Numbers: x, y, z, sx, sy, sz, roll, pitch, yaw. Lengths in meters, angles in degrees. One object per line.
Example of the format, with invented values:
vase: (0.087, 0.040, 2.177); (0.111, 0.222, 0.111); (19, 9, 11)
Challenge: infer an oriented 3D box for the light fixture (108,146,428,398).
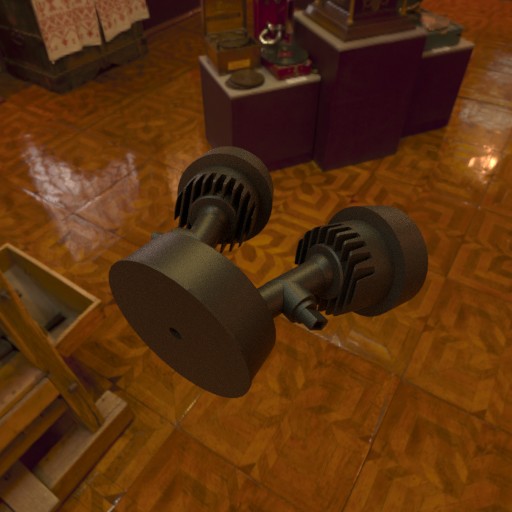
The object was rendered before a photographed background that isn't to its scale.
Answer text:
light fixture: (0.000, 0.000, 0.314); (0.213, 0.120, 0.168); (26, 52, 23)
